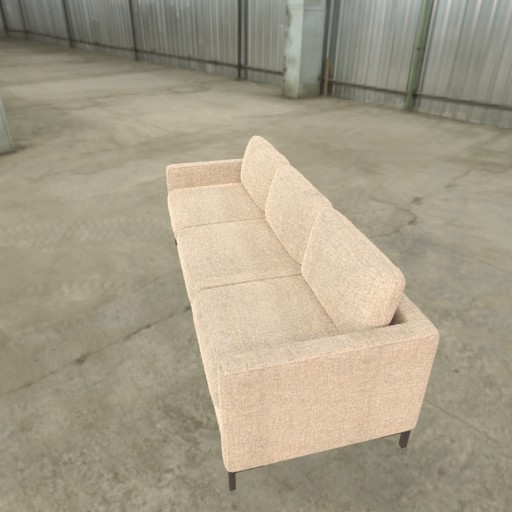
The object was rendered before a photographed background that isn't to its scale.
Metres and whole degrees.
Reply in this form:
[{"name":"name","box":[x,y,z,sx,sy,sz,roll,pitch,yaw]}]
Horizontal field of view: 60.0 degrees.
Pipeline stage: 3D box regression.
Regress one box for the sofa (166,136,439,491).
[{"name":"sofa","box":[0.000,0.000,2.584,0.859,0.874,2.218,-8,31,-13]}]
